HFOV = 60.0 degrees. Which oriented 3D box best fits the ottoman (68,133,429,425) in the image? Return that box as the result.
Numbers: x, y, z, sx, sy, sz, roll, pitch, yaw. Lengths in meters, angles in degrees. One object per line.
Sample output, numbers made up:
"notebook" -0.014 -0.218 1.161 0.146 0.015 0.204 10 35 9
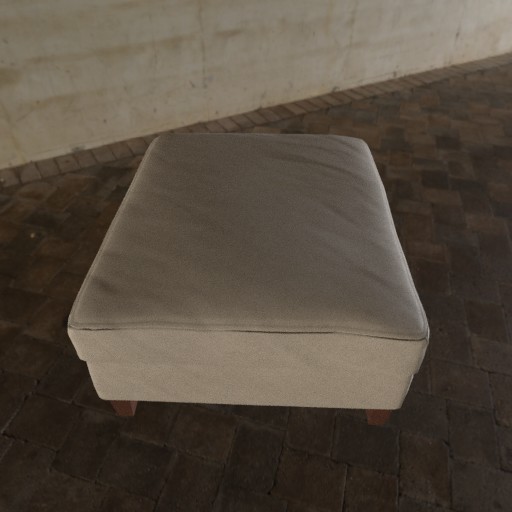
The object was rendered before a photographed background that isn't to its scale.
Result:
"ottoman" 0.000 0.000 1.467 0.836 0.492 1.002 1 40 2
